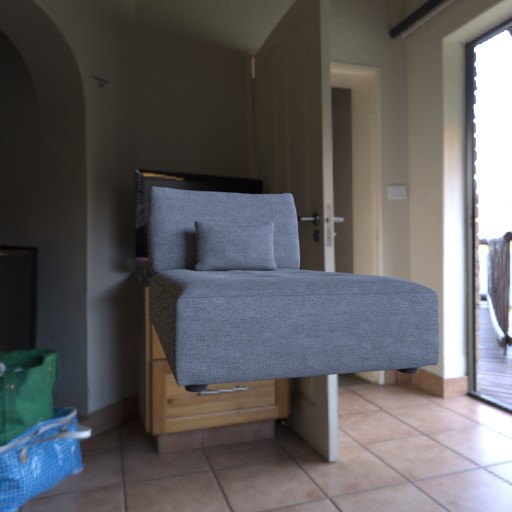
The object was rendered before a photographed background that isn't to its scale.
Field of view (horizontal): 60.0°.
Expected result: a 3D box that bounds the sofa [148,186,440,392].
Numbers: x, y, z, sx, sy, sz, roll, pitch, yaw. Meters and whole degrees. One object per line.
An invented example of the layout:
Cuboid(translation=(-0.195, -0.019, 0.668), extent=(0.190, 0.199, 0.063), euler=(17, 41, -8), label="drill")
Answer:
Cuboid(translation=(0.000, 0.000, 2.079), extent=(0.930, 0.820, 1.450), euler=(0, 0, -16), label="sofa")
